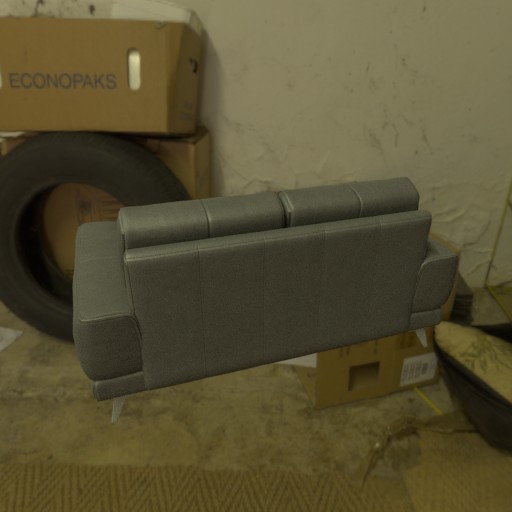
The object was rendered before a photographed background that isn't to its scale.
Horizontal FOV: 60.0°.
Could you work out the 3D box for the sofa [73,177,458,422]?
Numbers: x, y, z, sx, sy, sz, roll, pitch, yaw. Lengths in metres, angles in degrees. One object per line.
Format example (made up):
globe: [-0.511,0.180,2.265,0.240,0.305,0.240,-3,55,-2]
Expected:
sofa: [0.000,0.000,2.347,1.806,0.907,1.018,-9,28,-17]
